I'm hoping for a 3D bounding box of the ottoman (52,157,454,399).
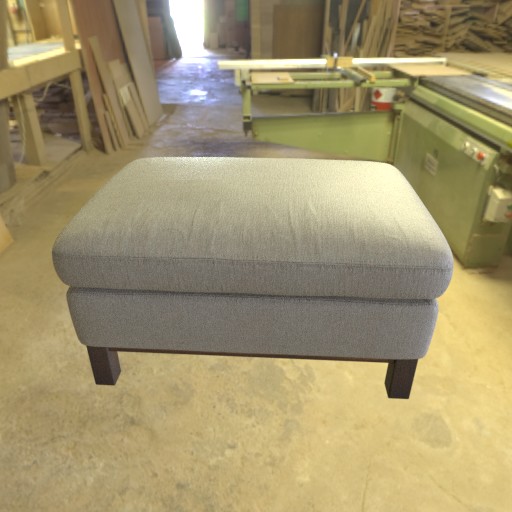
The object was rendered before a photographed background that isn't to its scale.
[{"bbox_3d":[0.000,0.000,1.046,0.735,0.404,0.528,2,30,3],"label":"ottoman"}]
